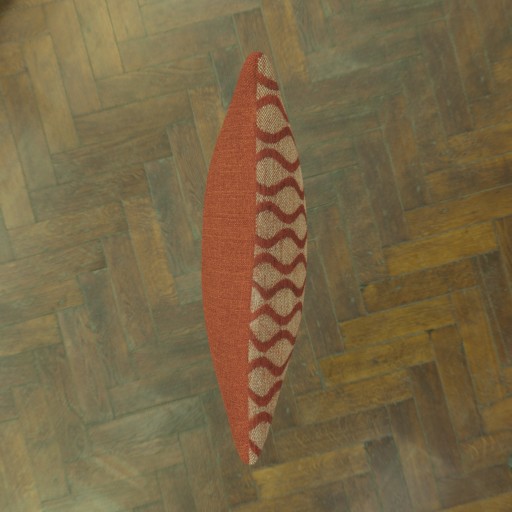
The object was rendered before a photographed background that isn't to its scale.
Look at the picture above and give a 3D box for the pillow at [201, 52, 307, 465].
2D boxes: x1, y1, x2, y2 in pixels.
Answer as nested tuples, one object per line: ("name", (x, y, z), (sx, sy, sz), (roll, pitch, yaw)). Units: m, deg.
("pillow", (0.000, 0.000, 0.666), (0.159, 0.434, 0.429), (0, 90, -1))
